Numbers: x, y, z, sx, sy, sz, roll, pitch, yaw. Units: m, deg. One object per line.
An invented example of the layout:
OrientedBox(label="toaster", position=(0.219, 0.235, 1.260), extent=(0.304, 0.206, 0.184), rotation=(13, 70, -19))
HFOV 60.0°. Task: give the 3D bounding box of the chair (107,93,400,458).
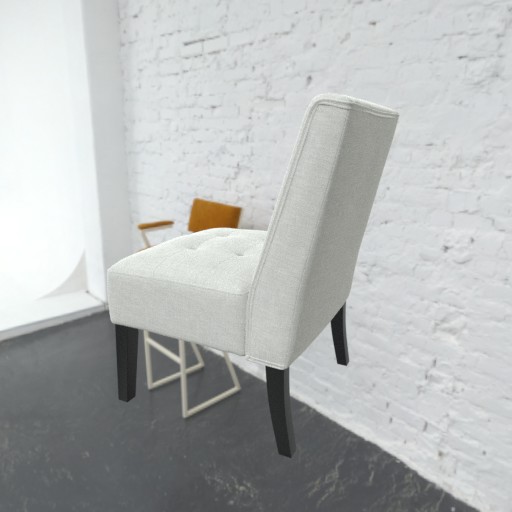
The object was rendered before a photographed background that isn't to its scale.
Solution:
OrientedBox(label="chair", position=(0.000, 0.000, 1.313), extent=(0.676, 0.853, 0.569), rotation=(7, 17, 26))
